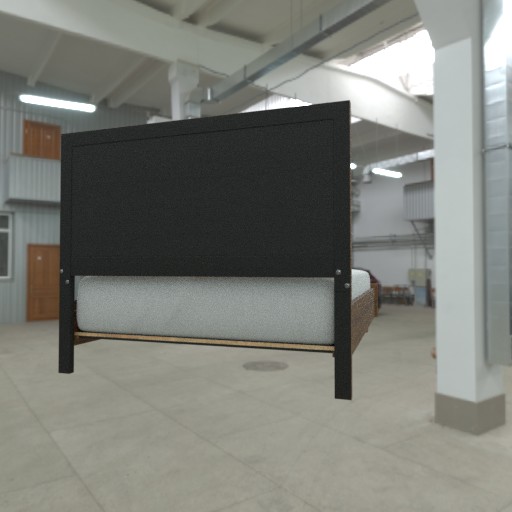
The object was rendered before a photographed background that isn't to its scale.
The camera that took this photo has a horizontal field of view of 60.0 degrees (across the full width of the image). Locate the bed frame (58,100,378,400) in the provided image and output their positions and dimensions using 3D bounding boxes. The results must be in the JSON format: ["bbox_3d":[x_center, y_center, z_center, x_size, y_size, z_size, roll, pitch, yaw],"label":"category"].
[{"bbox_3d":[0.000,0.000,3.432,1.696,1.417,2.276,0,-2,18],"label":"bed frame"}]
